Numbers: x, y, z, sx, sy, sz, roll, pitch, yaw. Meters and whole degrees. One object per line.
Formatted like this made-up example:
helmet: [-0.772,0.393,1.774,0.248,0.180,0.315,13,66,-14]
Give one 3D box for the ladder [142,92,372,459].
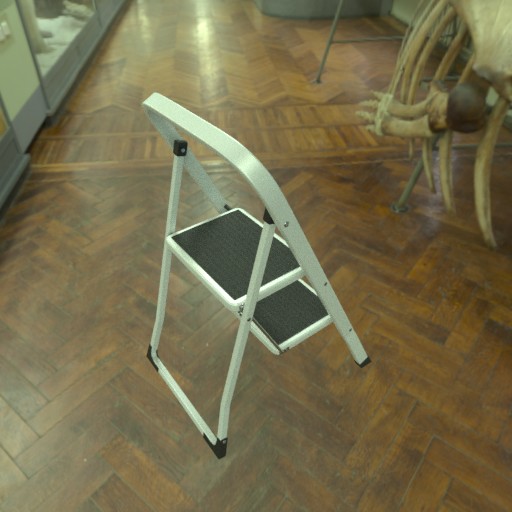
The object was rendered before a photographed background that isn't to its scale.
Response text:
ladder: [0.000,0.000,1.120,0.544,0.810,0.460,-26,46,-28]
